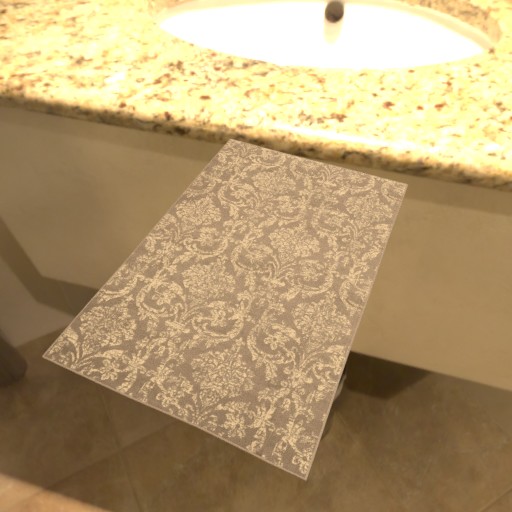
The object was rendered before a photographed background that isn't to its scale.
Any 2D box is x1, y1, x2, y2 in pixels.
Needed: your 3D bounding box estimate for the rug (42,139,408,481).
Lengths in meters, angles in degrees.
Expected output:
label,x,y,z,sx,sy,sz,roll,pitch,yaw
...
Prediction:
label,x,y,z,sx,sy,sz,roll,pitch,yaw
rug,0.000,0.000,3.462,1.819,0.018,2.746,18,50,16
